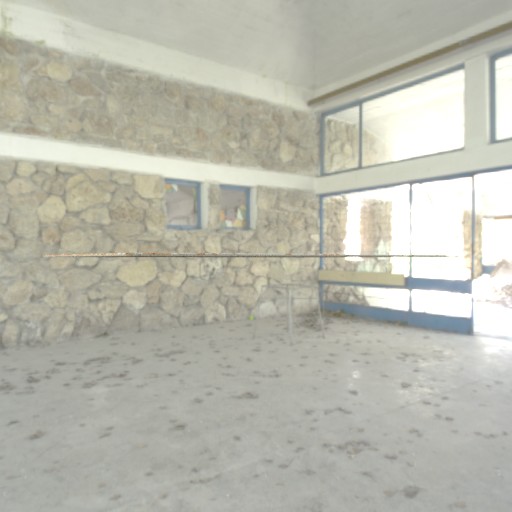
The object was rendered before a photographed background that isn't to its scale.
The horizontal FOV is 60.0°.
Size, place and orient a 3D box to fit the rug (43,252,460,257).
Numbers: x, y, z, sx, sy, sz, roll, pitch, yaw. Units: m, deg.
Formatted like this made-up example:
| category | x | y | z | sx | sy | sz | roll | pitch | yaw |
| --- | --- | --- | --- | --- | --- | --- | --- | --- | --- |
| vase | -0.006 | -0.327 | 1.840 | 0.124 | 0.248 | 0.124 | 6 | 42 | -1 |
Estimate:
| category | x | y | z | sx | sy | sz | roll | pitch | yaw |
| --- | --- | --- | --- | --- | --- | --- | --- | --- | --- |
| rug | 0.000 | 0.000 | 2.327 | 1.829 | 0.011 | 1.219 | 0 | 0 | -36 |
